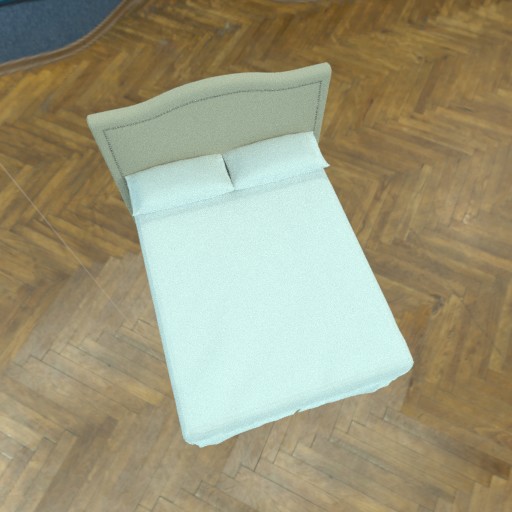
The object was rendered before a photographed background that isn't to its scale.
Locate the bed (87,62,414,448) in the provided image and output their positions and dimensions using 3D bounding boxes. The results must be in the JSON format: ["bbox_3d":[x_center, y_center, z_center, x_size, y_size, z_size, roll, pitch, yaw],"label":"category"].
[{"bbox_3d":[0.000,0.000,3.214,1.753,1.460,2.143,-16,64,-8],"label":"bed"}]
